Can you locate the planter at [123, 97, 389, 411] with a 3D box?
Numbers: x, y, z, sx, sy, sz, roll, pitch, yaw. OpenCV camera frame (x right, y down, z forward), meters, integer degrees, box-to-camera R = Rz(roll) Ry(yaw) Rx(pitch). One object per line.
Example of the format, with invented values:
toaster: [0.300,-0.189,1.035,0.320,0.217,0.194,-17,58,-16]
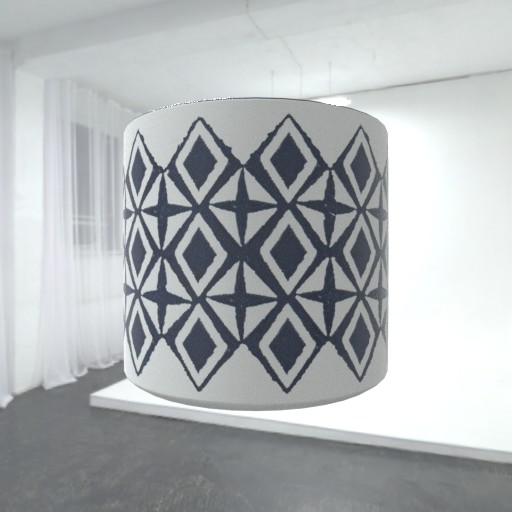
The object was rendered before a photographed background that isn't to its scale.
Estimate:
planter: [0.000,0.000,0.317,0.182,0.165,0.182,0,0,0]
